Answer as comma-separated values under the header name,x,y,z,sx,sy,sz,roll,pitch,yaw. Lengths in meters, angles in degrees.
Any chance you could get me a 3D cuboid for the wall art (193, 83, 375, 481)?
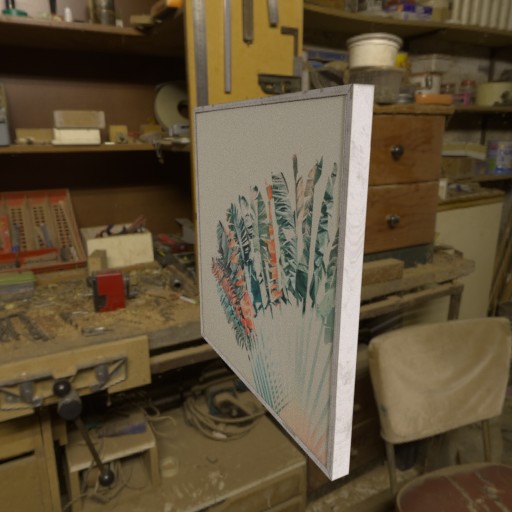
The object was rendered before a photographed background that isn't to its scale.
name,x,y,z,sx,sy,sz,roll,pitch,yaw
wall art,0.000,0.000,0.759,0.029,0.506,0.508,-8,17,-26
